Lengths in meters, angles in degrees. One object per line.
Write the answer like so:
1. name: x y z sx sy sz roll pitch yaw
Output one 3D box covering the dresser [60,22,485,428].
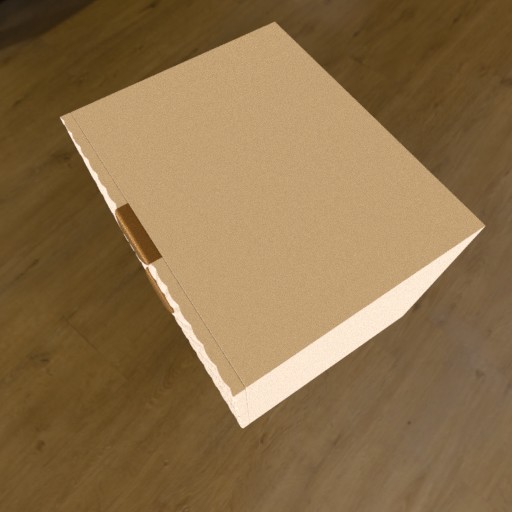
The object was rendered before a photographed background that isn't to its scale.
1. dresser: 0.000 0.000 0.897 0.414 0.568 0.503 -31 68 -14
